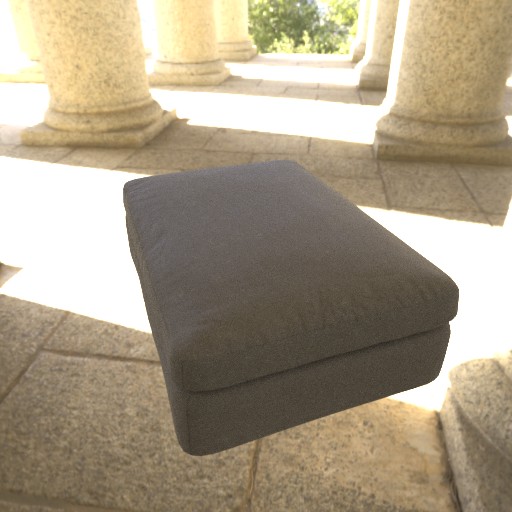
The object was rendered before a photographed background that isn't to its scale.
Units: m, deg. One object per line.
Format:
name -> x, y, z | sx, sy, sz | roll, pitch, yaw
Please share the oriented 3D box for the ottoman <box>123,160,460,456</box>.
ottoman -> 0.000, 0.000, 1.631 | 0.840, 0.429, 1.199 | -11, 33, -17
